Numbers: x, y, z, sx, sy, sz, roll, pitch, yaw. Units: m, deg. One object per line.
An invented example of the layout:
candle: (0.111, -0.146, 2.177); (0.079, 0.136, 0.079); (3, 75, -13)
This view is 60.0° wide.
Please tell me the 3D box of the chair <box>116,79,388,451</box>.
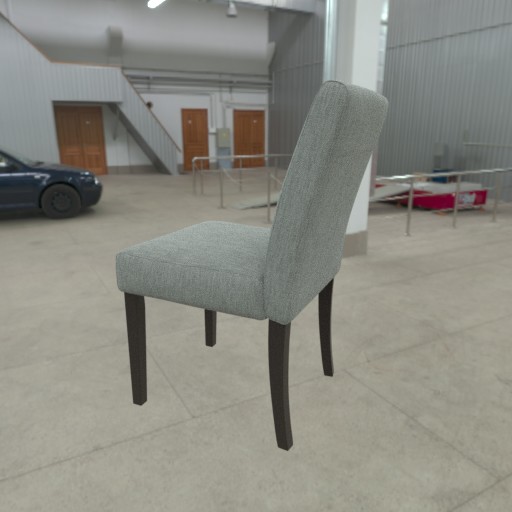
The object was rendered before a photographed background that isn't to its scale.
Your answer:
chair: (0.000, 0.000, 1.264); (0.629, 0.884, 0.487); (8, 18, 25)
